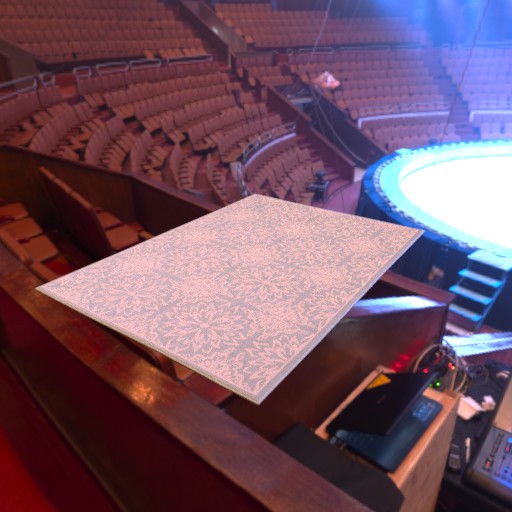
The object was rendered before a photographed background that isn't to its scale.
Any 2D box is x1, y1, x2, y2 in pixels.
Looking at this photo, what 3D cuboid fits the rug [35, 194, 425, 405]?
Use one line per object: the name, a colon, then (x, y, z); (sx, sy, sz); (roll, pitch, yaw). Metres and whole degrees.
rug: (0.000, 0.000, 2.968); (1.589, 0.014, 2.205); (17, 30, 31)
